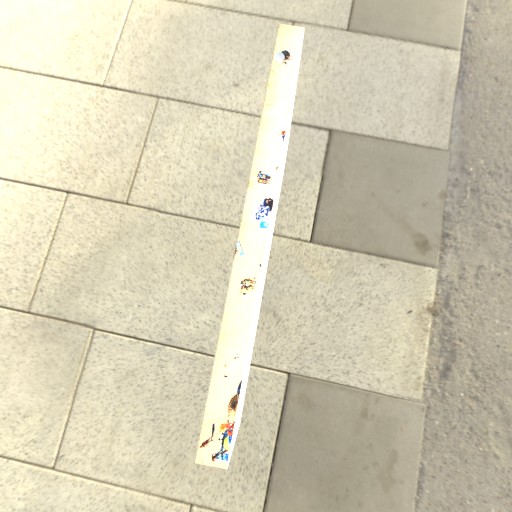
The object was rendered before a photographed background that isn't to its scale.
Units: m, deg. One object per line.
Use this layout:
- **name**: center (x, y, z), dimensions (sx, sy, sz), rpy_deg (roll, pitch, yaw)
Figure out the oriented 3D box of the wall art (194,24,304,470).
- **wall art**: center (0.000, 0.000, 1.141), dimensions (0.057, 0.595, 0.894), rpy_deg (10, 76, 2)
